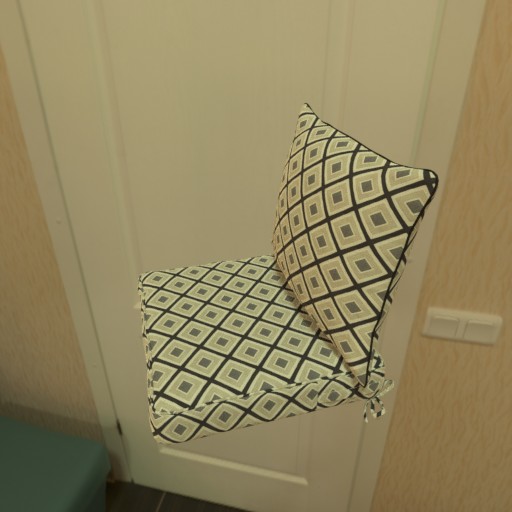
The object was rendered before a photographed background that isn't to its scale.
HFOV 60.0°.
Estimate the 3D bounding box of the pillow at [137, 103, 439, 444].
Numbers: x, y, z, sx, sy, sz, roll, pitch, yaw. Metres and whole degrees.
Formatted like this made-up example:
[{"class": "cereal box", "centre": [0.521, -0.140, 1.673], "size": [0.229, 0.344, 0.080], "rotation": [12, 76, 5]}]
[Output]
[{"class": "pillow", "centre": [0.000, 0.000, 1.332], "size": [0.733, 0.722, 0.798], "rotation": [-8, 32, -13]}]
